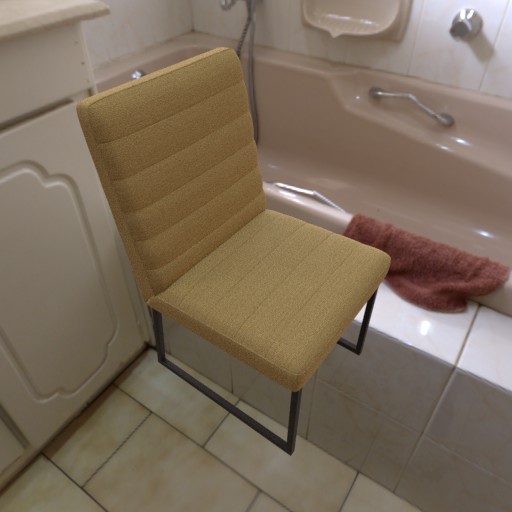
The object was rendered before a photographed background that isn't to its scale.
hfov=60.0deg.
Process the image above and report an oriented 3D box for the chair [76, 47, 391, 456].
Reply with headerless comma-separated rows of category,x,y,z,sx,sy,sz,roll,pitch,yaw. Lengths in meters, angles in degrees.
chair,0.000,0.000,1.270,0.634,0.930,0.520,26,48,27
